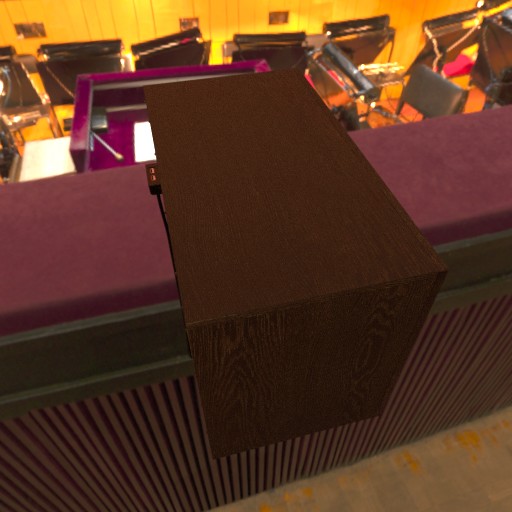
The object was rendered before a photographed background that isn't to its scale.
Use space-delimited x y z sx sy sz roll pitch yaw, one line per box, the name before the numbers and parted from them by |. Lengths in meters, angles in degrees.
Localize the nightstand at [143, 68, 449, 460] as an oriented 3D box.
nightstand | 0.000 0.000 1.155 0.457 0.612 0.775 -11 47 -10
